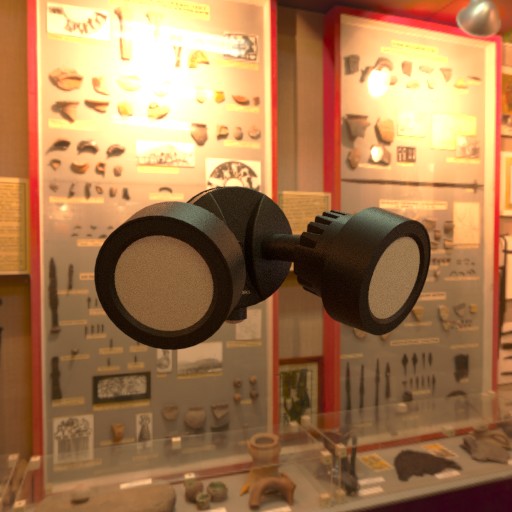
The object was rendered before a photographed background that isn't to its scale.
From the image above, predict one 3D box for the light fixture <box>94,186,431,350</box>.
[{"bbox_3d":[0.000,0.000,0.317,0.213,0.120,0.168,-1,2,-17],"label":"light fixture"}]
